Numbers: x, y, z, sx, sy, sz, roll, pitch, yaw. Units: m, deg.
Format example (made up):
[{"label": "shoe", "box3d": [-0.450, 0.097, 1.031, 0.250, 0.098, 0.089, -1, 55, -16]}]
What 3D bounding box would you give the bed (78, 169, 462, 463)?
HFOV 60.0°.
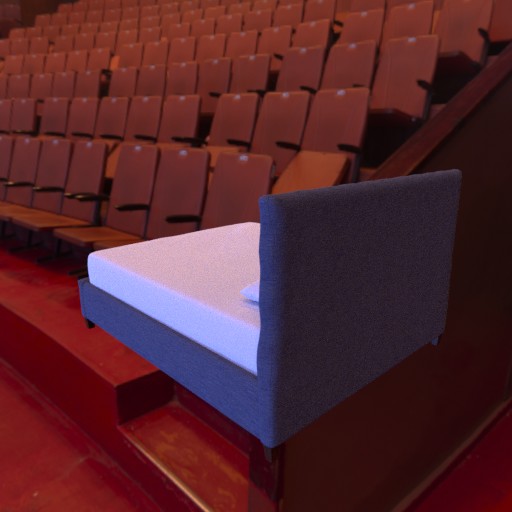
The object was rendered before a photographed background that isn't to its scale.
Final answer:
[{"label": "bed", "box3d": [0.000, 0.000, 3.642, 2.078, 1.427, 2.387, -15, 21, -42]}]
